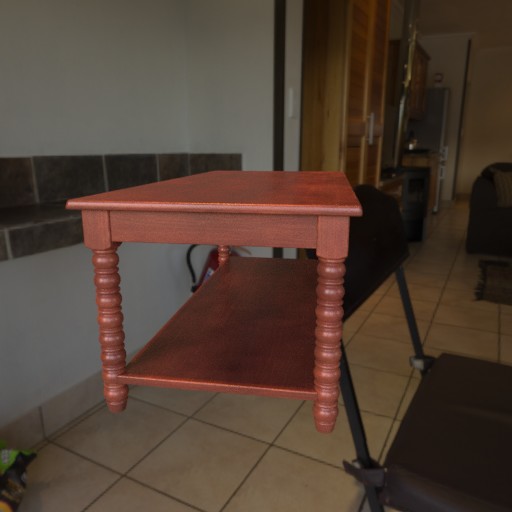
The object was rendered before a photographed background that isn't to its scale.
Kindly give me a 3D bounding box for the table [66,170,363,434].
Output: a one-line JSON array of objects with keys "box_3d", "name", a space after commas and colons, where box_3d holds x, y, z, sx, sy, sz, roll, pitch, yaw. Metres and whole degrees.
[{"box_3d": [0.000, 0.000, 1.440, 0.580, 0.485, 1.171, 2, 14, 9], "name": "table"}]
